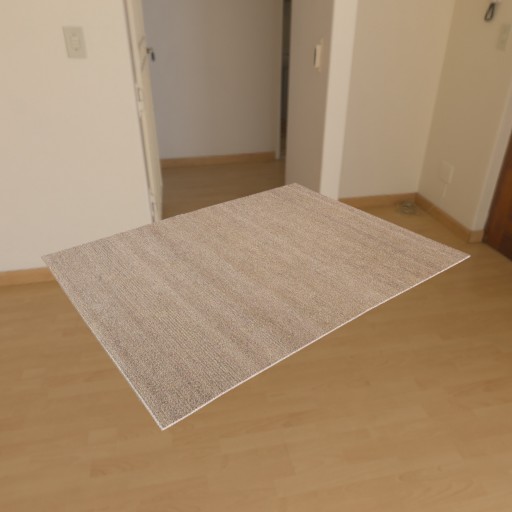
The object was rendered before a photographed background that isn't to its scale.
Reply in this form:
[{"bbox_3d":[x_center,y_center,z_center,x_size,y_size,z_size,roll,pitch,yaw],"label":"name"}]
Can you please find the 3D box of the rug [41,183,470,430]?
[{"bbox_3d":[0.000,0.000,4.189,3.245,0.046,2.467,-21,36,-32],"label":"rug"}]
